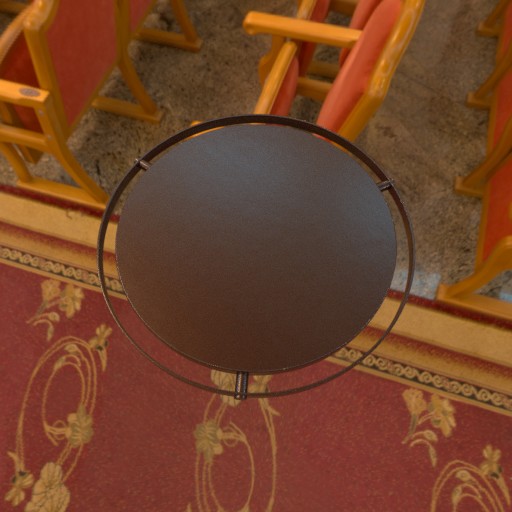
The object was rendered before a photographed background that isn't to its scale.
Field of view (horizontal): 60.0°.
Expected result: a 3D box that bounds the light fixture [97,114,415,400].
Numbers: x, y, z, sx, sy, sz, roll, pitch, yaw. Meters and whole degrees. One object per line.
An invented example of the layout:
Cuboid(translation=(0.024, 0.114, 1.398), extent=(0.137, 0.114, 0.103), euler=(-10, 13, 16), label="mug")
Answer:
Cuboid(translation=(0.000, 0.000, 0.561), extent=(0.361, 0.130, 0.361), euler=(0, 64, 0), label="light fixture")
